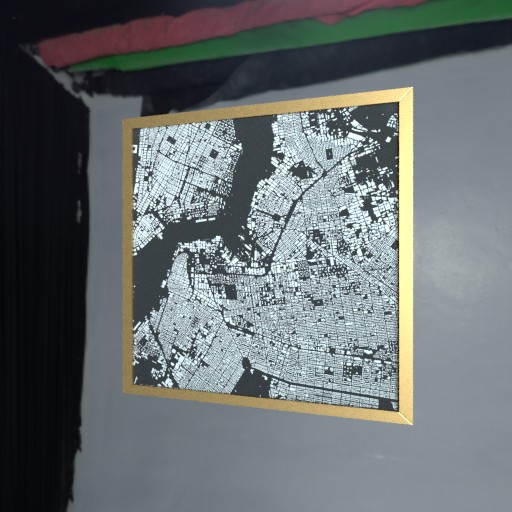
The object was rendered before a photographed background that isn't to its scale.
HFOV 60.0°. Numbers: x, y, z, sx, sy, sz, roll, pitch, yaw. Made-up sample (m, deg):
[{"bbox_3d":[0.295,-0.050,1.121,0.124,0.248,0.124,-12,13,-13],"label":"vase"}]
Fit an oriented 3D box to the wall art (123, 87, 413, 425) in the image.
[{"bbox_3d":[0.000,0.000,1.927,1.284,1.284,0.095,0,0,18],"label":"wall art"}]
